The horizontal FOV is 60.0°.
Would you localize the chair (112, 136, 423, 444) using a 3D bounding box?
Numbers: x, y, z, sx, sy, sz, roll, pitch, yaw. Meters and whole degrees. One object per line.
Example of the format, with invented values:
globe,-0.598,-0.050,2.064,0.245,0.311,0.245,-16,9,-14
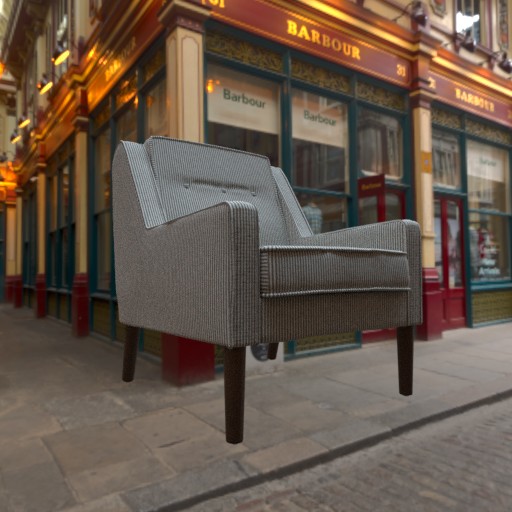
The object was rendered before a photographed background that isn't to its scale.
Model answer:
chair,0.000,0.000,1.340,0.663,0.792,0.743,1,-2,-36
